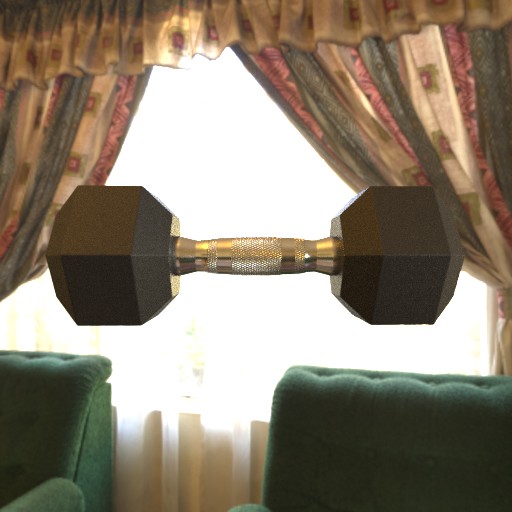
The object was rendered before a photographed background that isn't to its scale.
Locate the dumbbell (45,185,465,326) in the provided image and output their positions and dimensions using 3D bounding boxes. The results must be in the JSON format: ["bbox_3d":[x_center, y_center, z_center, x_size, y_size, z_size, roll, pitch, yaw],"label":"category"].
[{"bbox_3d":[0.000,0.000,0.349,0.297,0.101,0.116,0,-1,-1],"label":"dumbbell"}]
